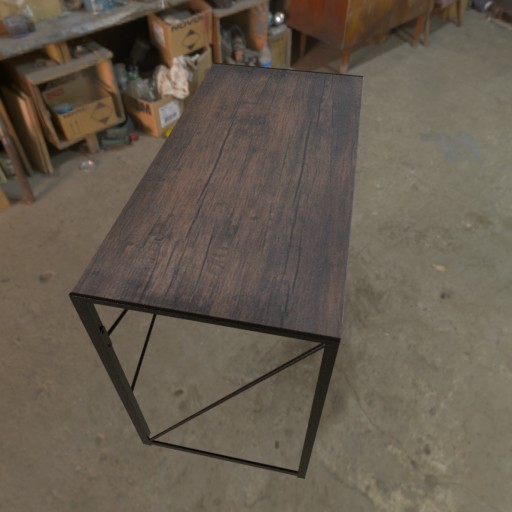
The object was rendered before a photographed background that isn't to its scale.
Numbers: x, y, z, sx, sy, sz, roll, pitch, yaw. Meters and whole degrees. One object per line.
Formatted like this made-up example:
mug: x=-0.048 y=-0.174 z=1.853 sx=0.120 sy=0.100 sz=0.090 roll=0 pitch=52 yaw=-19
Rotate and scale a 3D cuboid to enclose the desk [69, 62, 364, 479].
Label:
desk: x=0.000 y=0.000 z=1.402 sx=0.505 sy=0.747 sz=1.015 roll=9 pitch=48 yaw=8
